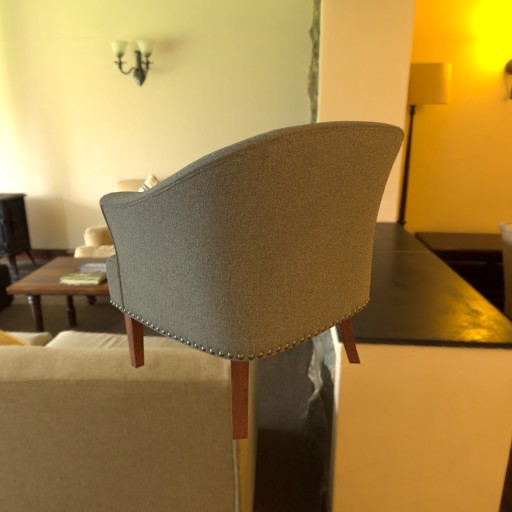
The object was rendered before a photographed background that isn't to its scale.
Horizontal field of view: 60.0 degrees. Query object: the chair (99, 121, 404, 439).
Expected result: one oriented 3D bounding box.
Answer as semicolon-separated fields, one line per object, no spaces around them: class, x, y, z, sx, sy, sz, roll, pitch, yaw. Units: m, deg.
chair;0.000;0.000;1.413;0.798;0.815;0.704;-15;22;-43
